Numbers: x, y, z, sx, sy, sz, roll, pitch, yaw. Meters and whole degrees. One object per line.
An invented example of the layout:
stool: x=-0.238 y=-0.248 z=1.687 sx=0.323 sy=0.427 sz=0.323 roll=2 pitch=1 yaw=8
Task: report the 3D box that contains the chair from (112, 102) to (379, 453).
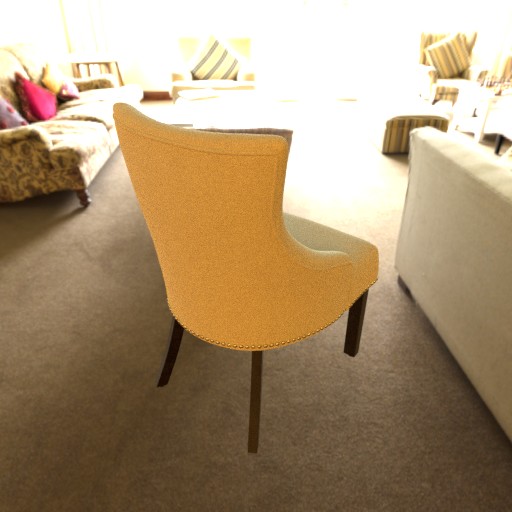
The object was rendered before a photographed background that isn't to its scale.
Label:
chair: x=0.000 y=0.000 z=1.329 sx=0.566 sy=0.909 sz=0.629 roll=22 pitch=38 yaw=32
